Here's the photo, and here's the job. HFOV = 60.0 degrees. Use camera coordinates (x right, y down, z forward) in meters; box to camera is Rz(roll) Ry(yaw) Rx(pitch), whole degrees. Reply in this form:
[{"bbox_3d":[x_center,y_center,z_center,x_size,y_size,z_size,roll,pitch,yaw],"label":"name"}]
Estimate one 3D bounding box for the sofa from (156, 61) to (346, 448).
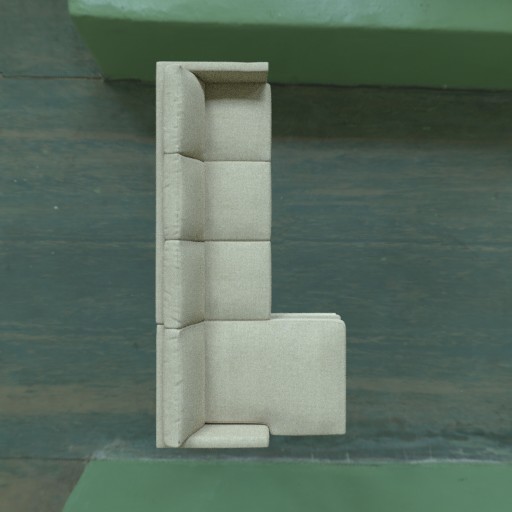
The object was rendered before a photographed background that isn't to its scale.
[{"bbox_3d":[0.000,0.000,3.904,1.650,0.922,3.205,0,90,-1],"label":"sofa"}]
